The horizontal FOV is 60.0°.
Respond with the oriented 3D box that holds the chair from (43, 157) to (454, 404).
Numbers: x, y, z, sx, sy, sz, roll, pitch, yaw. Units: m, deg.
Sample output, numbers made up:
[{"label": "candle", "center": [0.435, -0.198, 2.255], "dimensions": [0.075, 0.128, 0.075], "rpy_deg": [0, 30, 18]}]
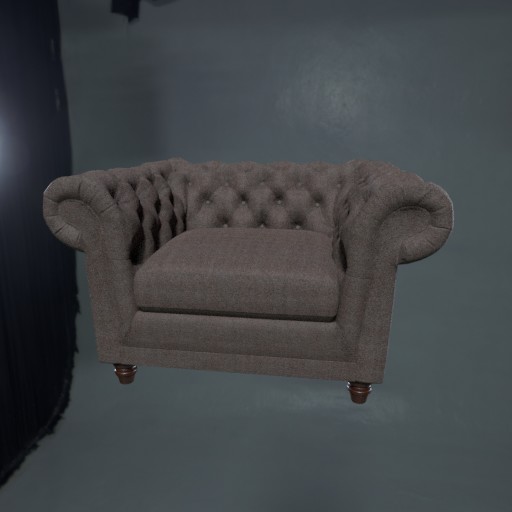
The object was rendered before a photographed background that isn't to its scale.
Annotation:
[{"label": "chair", "center": [0.000, 0.000, 1.853], "dimensions": [1.298, 0.780, 0.945], "rpy_deg": [2, 15, 8]}]
